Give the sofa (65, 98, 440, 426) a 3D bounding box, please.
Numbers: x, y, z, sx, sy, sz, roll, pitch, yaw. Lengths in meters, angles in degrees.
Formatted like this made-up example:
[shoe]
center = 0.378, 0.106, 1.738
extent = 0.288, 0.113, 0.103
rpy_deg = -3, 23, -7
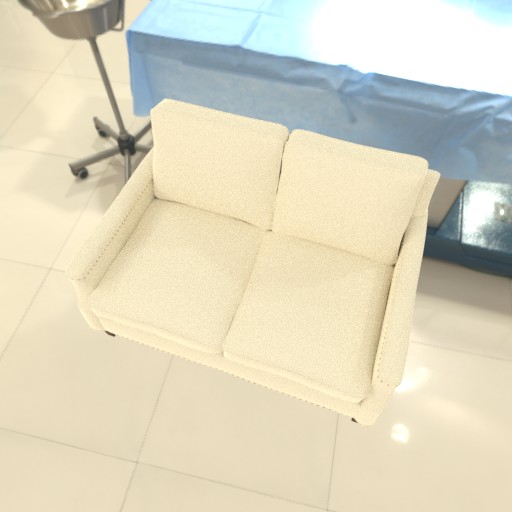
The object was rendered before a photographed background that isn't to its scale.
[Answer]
[sofa]
center = 0.000, 0.000, 2.277
extent = 1.597, 1.003, 1.084
rpy_deg = 17, 58, 11
